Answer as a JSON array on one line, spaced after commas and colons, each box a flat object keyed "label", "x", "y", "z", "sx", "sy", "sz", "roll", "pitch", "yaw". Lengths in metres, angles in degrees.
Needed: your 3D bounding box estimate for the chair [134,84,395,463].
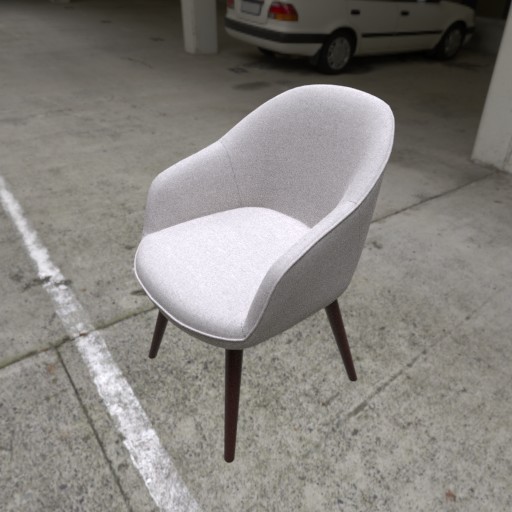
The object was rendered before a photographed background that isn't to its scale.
[{"label": "chair", "x": 0.000, "y": 0.000, "z": 1.233, "sx": 0.635, "sy": 0.823, "sz": 0.596, "roll": -21, "pitch": 37, "yaw": -30}]
